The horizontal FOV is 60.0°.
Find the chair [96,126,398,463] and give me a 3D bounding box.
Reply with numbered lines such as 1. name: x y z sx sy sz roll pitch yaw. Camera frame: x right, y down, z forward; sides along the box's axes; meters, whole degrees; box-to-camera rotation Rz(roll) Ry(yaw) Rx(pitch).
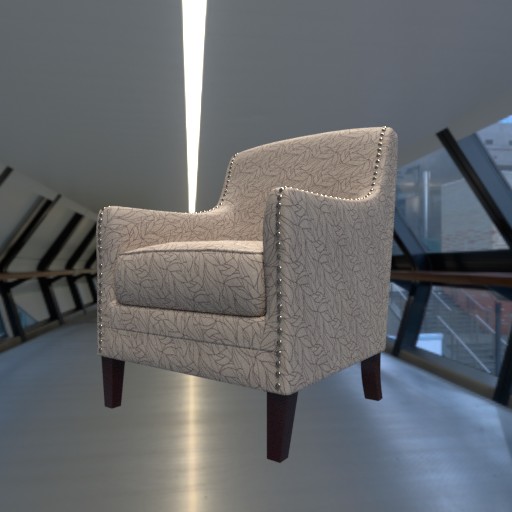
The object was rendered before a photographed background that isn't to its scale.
1. chair: 0.000 0.000 1.284 0.623 0.816 0.651 0 0 36
